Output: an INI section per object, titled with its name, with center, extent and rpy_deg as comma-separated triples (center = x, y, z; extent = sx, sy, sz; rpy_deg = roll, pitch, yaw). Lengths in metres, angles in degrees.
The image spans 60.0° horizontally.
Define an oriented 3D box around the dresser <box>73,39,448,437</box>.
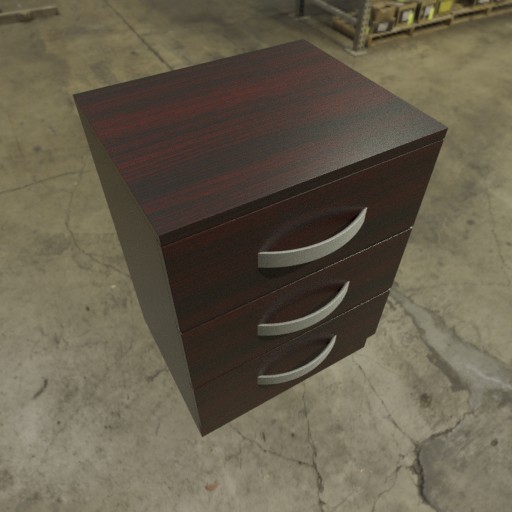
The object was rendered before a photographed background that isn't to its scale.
[dresser]
center = 0.000, 0.000, 0.803
extent = 0.400, 0.560, 0.360
rpy_deg = -23, 51, -20
